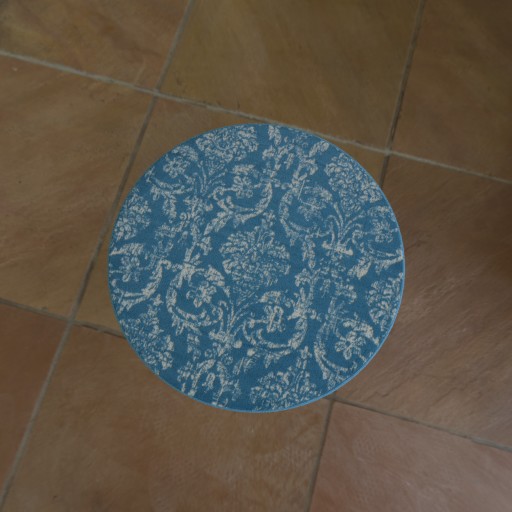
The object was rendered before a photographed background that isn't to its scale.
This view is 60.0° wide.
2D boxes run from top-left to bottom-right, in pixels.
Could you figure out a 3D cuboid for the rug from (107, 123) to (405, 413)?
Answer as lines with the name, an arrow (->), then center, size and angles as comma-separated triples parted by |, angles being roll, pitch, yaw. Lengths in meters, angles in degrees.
rug -> 0.000, 0.000, 2.380 | 1.593, 0.012, 1.593 | 0, 76, 0
